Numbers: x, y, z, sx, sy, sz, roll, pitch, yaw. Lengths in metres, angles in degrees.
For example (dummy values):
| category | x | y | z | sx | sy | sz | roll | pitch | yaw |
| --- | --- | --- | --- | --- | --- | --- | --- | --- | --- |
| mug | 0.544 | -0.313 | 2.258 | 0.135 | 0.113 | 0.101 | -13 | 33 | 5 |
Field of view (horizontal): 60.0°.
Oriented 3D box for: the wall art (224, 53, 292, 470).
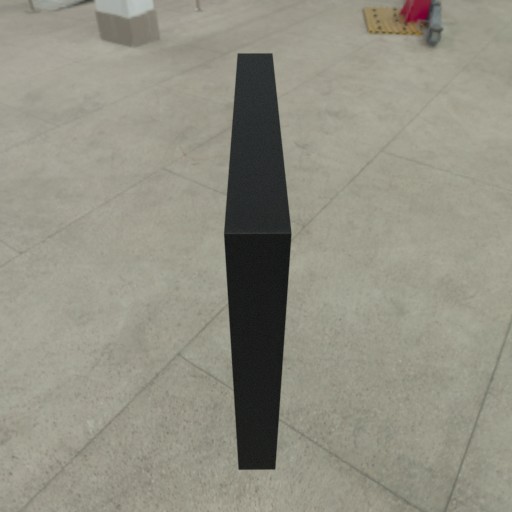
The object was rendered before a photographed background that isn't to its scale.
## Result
| category | x | y | z | sx | sy | sz | roll | pitch | yaw |
| --- | --- | --- | --- | --- | --- | --- | --- | --- | --- |
| wall art | 0.000 | 0.000 | 0.459 | 0.037 | 0.305 | 0.305 | 0 | 42 | 0 |
